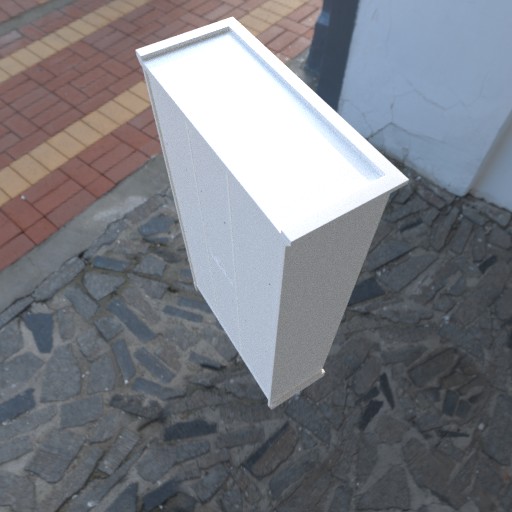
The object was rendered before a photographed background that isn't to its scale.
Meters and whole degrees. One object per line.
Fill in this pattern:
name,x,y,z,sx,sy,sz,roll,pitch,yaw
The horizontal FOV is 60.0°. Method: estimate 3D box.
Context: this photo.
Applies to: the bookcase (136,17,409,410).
bookcase,0.000,0.000,2.301,0.432,1.880,1.050,-28,61,-17
